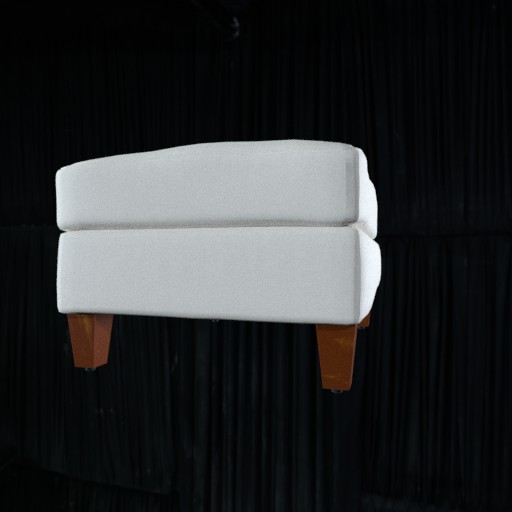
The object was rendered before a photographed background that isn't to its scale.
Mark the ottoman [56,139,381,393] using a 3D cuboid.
[{"bbox_3d":[0.000,0.000,1.191,0.634,0.479,0.818,0,0,17],"label":"ottoman"}]
